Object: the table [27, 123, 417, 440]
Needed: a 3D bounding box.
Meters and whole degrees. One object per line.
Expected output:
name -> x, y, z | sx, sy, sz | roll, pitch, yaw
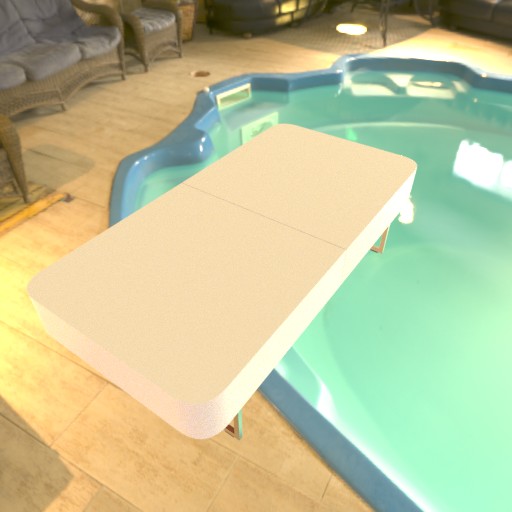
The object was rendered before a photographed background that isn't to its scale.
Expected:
table -> 0.000, 0.000, 1.440 | 0.600, 0.340, 1.200 | 25, 46, 26
